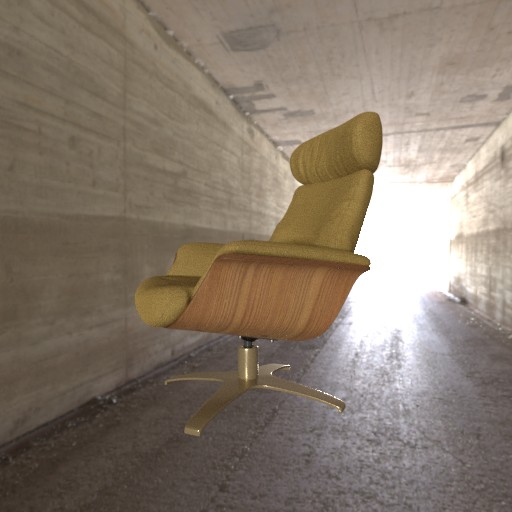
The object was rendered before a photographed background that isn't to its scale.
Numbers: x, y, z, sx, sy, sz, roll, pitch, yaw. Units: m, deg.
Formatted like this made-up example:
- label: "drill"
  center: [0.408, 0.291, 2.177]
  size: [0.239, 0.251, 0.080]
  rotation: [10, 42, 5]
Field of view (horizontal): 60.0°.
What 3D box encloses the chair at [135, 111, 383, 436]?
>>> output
- label: "chair"
  center: [0.000, 0.000, 1.585]
  size: [0.837, 0.995, 0.785]
  rotation: [0, 1, -19]
